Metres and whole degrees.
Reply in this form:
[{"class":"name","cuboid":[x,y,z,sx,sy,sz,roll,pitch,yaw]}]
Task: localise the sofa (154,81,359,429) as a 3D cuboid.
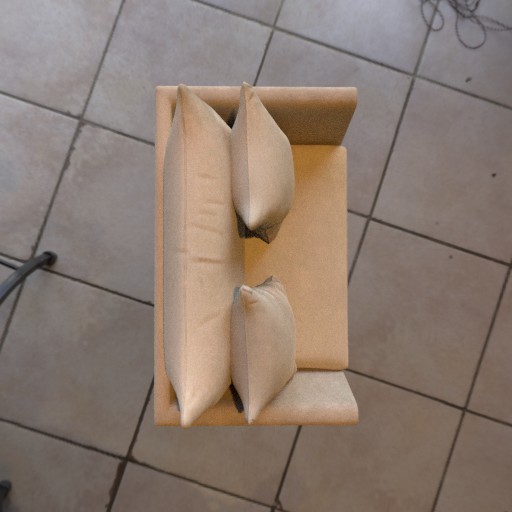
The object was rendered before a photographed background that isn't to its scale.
[{"class":"sofa","cuboid":[0.000,0.000,2.299,1.035,1.040,1.608,0,89,-1]}]
